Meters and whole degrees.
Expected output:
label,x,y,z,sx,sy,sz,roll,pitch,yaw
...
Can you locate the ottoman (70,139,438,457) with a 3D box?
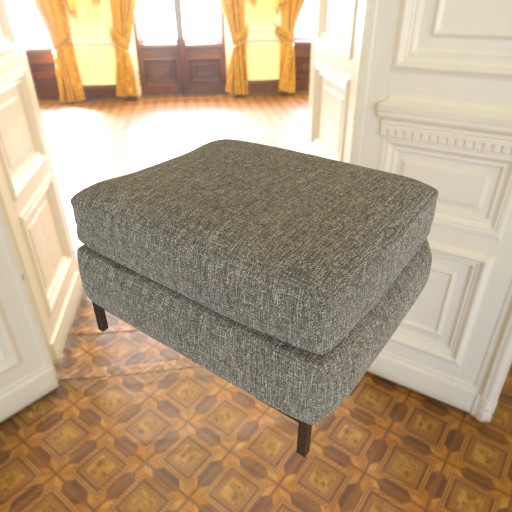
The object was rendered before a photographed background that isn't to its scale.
label,x,y,z,sx,sy,sz,roll,pitch,yaw
ottoman,0.000,0.000,1.251,0.828,0.480,0.683,21,37,30
